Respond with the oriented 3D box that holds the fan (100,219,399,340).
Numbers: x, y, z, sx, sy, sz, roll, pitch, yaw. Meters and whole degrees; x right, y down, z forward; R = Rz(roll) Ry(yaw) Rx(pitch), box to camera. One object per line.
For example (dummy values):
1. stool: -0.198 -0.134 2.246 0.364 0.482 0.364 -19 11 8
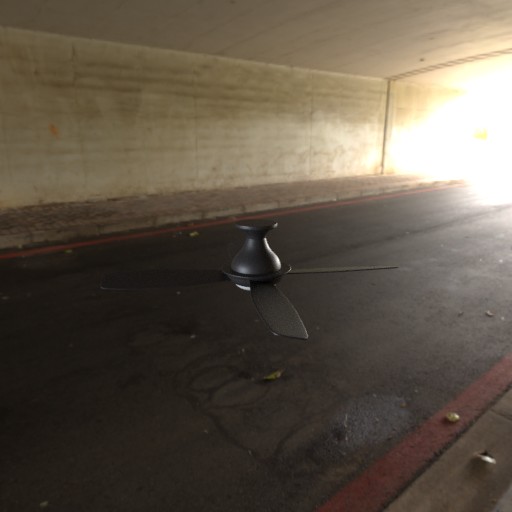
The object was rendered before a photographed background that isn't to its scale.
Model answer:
1. fan: 0.000 0.000 2.498 1.694 0.382 1.694 -2 15 -9
